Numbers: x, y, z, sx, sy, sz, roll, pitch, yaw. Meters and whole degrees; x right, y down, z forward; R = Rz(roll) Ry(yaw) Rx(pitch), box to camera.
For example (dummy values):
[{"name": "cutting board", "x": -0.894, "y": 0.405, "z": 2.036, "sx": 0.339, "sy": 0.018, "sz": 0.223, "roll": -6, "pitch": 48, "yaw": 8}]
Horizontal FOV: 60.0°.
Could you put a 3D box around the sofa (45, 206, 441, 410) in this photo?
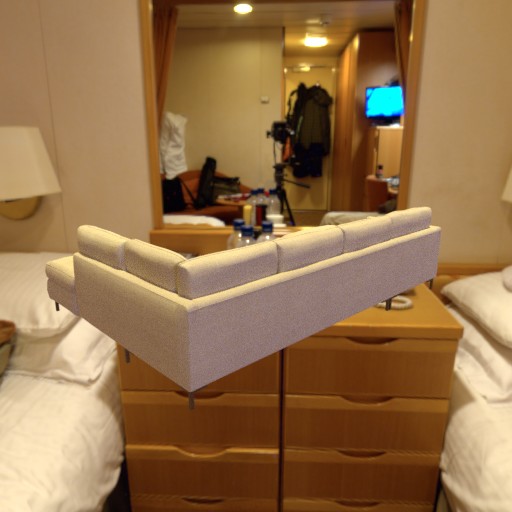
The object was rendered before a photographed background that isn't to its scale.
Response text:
[{"name": "sofa", "x": 0.000, "y": 0.000, "z": 3.654, "sx": 2.737, "sy": 0.756, "sz": 1.879, "roll": -14, "pitch": 21, "yaw": -42}]
